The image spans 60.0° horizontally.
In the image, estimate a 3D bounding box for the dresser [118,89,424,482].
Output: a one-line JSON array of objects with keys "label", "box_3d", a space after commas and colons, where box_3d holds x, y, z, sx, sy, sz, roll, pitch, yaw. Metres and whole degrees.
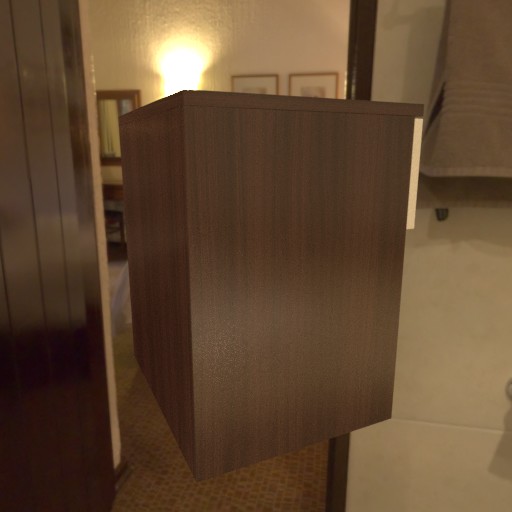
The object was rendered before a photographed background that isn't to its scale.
[{"label": "dresser", "box_3d": [0.000, 0.000, 0.756, 0.360, 0.470, 0.400, -6, 15, -25]}]
